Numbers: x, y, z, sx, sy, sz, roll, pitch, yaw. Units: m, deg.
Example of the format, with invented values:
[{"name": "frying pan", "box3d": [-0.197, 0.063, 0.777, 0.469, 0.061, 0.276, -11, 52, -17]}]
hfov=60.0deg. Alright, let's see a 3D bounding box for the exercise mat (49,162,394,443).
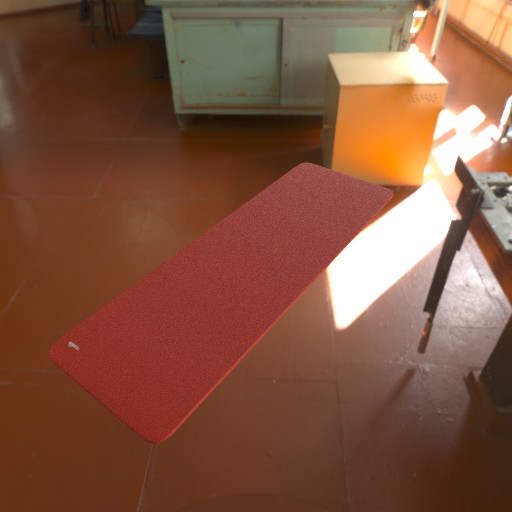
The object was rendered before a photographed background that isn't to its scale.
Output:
[{"name": "exercise mat", "box3d": [0.000, 0.000, 2.093, 0.616, 0.021, 1.869, 26, 46, 27]}]
